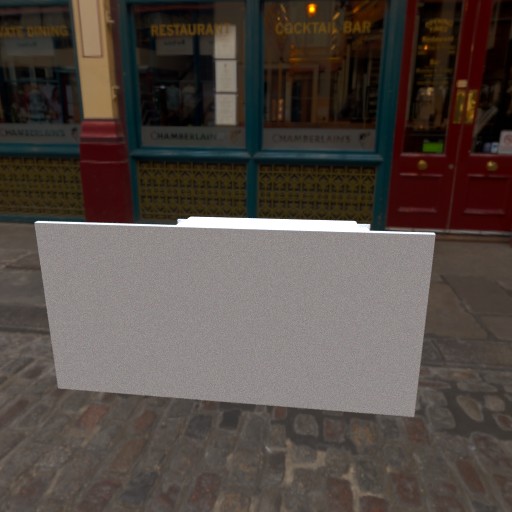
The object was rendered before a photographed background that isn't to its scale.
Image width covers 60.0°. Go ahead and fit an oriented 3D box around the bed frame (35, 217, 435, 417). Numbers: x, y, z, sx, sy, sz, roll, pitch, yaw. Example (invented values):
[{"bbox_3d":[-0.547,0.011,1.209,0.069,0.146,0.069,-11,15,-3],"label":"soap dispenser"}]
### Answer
[{"bbox_3d":[0.000,0.000,2.810,1.622,0.800,1.960,2,16,7],"label":"bed frame"}]
